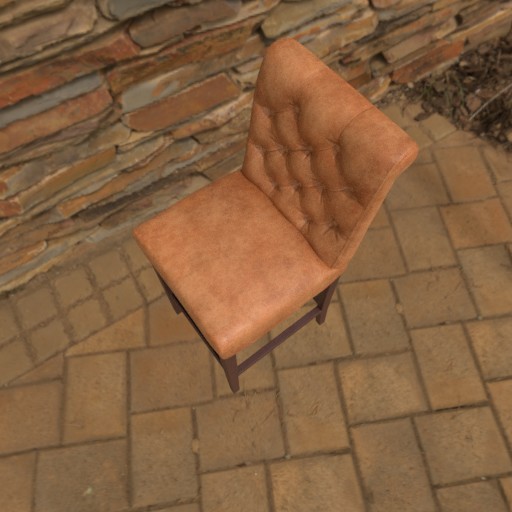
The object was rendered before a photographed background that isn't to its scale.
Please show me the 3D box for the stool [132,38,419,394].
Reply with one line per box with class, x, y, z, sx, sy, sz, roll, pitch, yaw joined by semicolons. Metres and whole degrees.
stool;0.000;0.000;1.470;0.601;1.140;0.493;-34;69;-16
